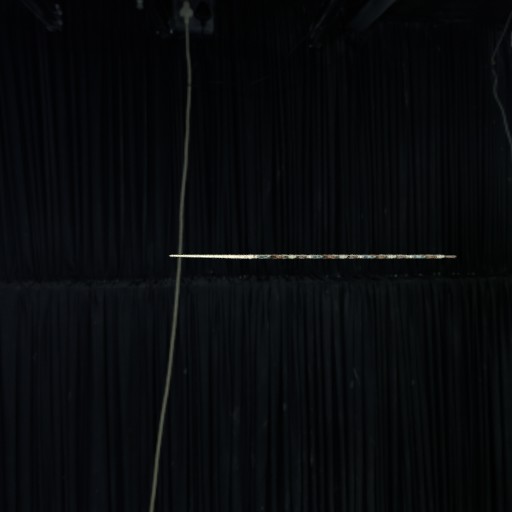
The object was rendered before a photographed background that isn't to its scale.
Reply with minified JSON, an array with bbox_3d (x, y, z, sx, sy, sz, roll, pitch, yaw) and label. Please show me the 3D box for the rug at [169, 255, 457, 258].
[{"bbox_3d":[0.000,0.000,2.646,0.769,0.013,2.440,0,0,-17],"label":"rug"}]
